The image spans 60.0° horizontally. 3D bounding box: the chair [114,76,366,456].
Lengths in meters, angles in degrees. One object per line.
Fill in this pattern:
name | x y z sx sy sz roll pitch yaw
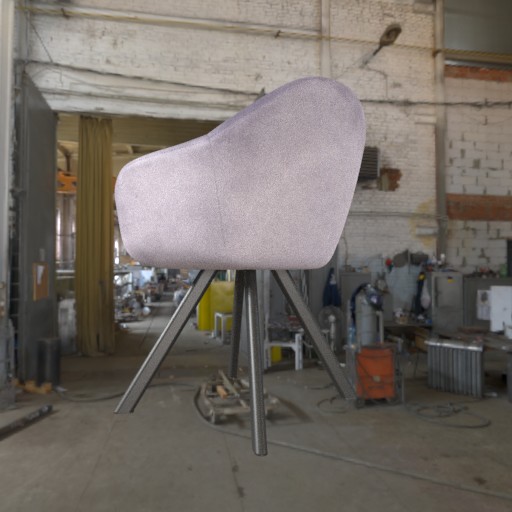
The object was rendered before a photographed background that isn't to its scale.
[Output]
chair | 0.000 0.000 1.150 0.540 0.780 0.570 -1 -2 35
